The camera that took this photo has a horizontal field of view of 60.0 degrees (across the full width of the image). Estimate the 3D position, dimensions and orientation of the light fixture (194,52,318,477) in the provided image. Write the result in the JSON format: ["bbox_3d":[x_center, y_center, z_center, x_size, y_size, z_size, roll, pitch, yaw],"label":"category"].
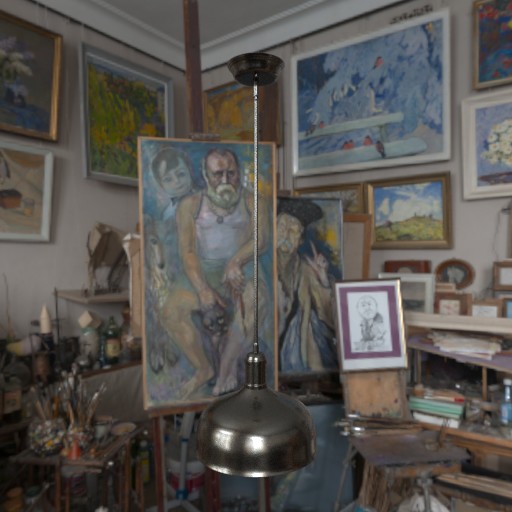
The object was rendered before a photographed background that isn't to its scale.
[{"bbox_3d":[0.000,0.000,1.087,0.299,0.935,0.299,0,0,-1],"label":"light fixture"}]
